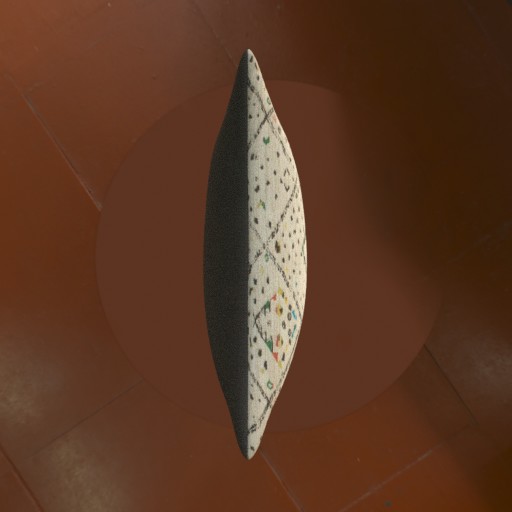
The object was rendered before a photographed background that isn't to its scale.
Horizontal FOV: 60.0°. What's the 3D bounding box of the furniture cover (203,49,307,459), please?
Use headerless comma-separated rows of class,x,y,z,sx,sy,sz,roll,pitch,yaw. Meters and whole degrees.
furniture cover,0.000,0.000,0.799,0.180,0.498,0.525,0,90,2
